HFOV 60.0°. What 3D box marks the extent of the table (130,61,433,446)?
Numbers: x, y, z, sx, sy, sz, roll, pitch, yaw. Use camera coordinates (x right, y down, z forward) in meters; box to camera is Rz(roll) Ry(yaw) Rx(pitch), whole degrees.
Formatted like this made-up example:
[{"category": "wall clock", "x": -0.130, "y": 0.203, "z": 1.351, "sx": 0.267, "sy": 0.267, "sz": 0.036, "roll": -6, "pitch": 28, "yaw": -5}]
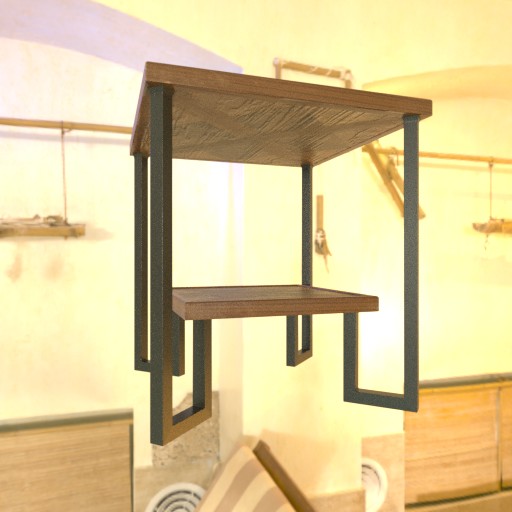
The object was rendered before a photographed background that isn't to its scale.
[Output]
[{"category": "table", "x": 0.000, "y": 0.000, "z": 0.955, "sx": 0.503, "sy": 0.563, "sz": 0.503, "roll": 0, "pitch": 0, "yaw": -18}]
